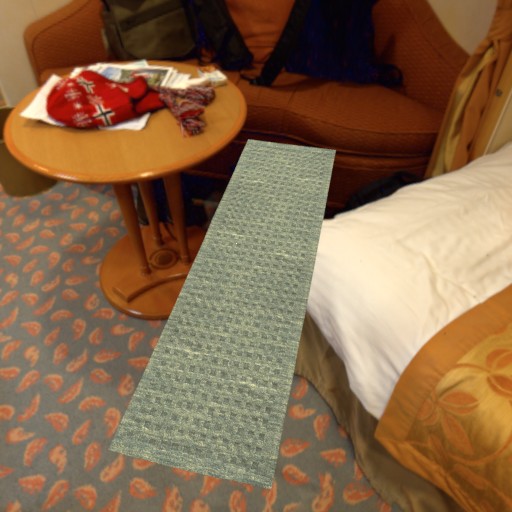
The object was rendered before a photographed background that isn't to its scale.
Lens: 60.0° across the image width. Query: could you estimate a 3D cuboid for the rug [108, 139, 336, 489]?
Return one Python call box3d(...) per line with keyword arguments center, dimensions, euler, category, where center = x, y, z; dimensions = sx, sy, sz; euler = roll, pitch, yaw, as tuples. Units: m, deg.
box3d(center=(0.000, 0.000, 2.595), dimensions=(0.688, 0.008, 2.443), euler=(9, 47, 9), category="rug")
